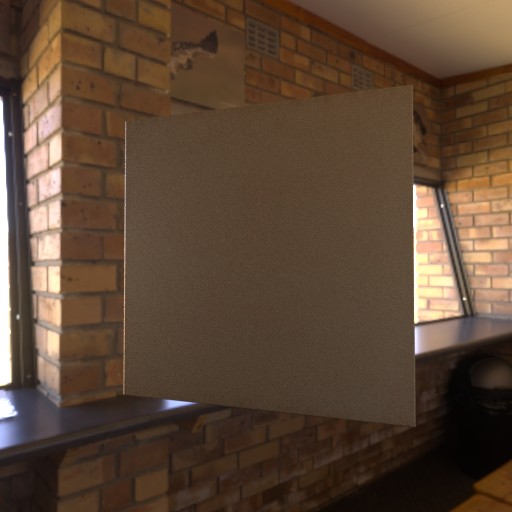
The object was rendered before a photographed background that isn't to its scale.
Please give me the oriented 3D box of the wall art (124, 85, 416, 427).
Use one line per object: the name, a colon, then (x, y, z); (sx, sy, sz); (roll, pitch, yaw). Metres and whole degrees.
wall art: (0.000, 0.000, 0.749); (0.503, 0.506, 0.030); (0, -1, 19)
